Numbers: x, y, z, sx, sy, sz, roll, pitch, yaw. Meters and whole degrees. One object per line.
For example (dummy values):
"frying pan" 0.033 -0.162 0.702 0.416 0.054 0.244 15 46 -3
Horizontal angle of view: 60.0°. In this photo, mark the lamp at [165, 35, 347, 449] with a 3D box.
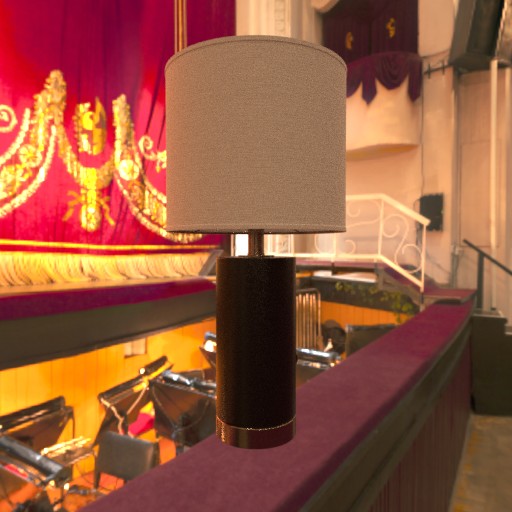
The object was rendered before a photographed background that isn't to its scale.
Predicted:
"lamp" 0.000 0.000 0.603 0.241 0.482 0.240 1 2 36
